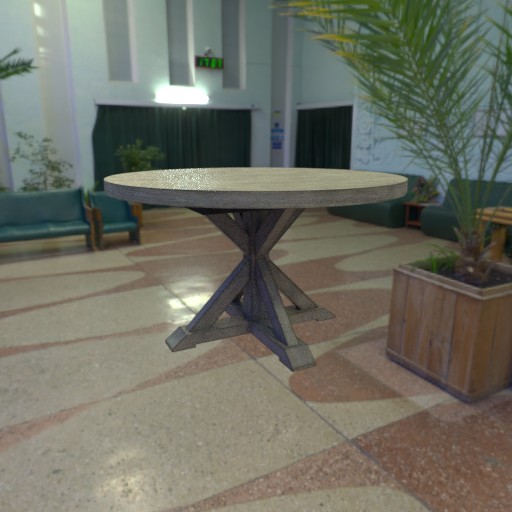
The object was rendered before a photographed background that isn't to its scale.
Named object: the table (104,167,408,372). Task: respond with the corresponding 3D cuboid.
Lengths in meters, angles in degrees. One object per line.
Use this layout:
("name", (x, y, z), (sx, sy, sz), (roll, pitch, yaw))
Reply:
("table", (0.000, 0.000, 2.182), (1.363, 0.781, 1.363), (0, 14, 0))
